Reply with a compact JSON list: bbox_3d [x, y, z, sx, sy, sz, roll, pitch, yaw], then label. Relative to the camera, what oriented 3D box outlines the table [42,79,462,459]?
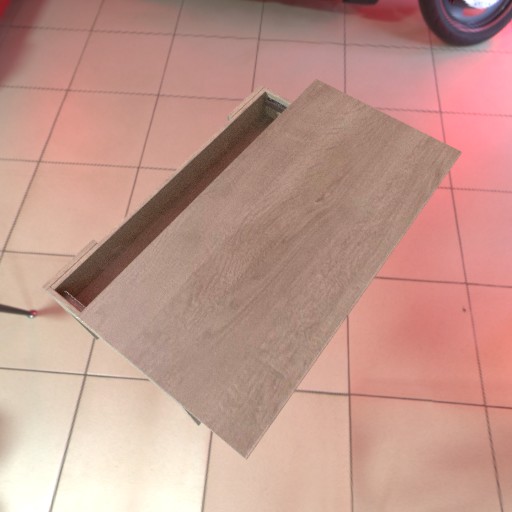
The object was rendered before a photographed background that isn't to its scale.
[{"bbox_3d":[0.000,0.000,1.422,0.711,0.570,1.000,34,67,17],"label":"table"}]
